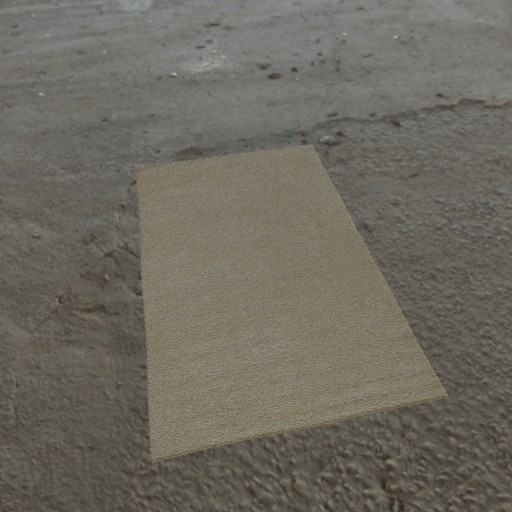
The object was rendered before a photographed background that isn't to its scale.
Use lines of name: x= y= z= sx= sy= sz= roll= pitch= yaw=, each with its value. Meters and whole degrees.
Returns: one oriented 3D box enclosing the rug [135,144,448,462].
rug: x=0.000 y=0.000 z=2.941 sx=1.500 sy=0.025 sz=2.346 roll=-9 pitch=48 yaw=-8
